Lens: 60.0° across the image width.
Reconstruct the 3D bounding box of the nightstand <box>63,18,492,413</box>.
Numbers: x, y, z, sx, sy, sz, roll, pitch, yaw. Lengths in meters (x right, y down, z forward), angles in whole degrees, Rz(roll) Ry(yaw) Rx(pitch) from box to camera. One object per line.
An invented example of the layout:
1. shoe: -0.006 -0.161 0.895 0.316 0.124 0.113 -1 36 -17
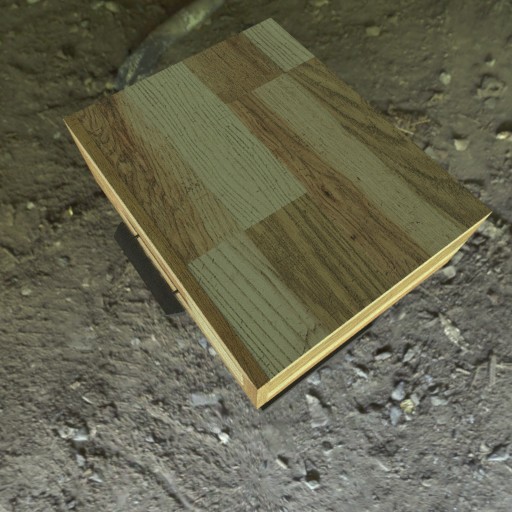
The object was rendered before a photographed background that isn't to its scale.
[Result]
1. nightstand: 0.000 0.000 0.989 0.481 0.632 0.558 -33 68 -15
